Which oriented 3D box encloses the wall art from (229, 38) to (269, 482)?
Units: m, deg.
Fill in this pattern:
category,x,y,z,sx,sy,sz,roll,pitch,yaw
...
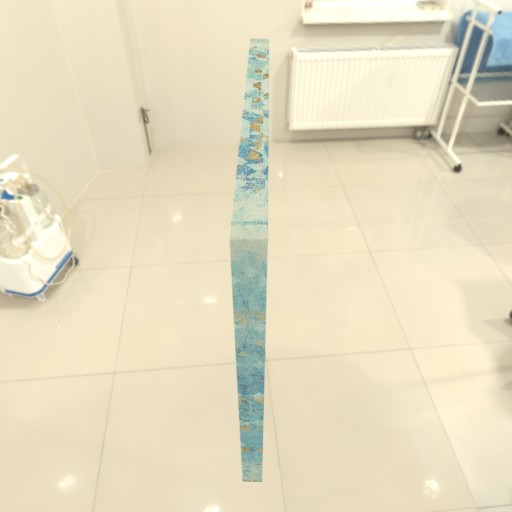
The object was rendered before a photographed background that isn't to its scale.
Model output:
category,x,y,z,sx,sy,sz,roll,pitch,yaw
wall art,0.000,0.000,0.860,0.040,0.609,0.609,1,43,1
